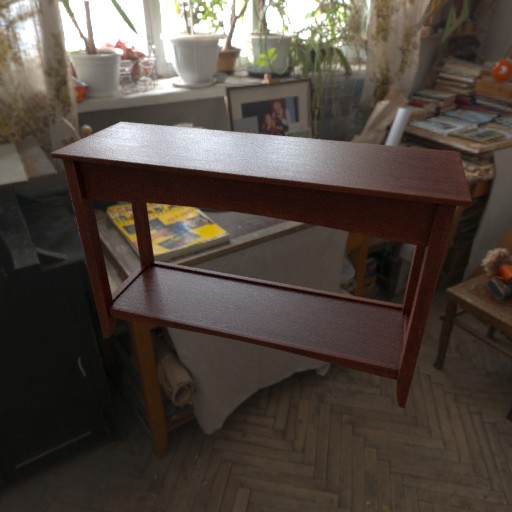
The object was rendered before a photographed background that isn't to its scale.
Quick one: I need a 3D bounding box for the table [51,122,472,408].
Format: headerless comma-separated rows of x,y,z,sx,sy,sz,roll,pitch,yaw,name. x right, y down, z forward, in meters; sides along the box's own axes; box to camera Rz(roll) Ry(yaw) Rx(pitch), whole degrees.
0.000,0.000,1.542,1.188,0.739,0.392,9,32,15,table
